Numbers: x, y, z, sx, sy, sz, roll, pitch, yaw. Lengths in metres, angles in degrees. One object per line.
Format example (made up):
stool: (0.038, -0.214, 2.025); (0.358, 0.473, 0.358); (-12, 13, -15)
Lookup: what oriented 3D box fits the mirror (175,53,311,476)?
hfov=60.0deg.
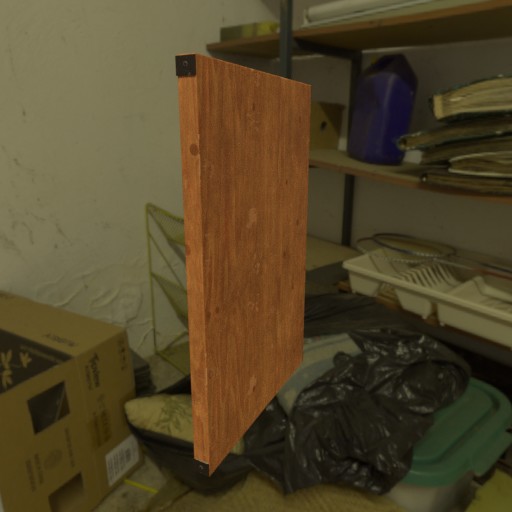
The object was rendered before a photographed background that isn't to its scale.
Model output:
mirror: (0.000, 0.000, 0.994); (0.053, 0.761, 0.517); (7, 17, 25)
